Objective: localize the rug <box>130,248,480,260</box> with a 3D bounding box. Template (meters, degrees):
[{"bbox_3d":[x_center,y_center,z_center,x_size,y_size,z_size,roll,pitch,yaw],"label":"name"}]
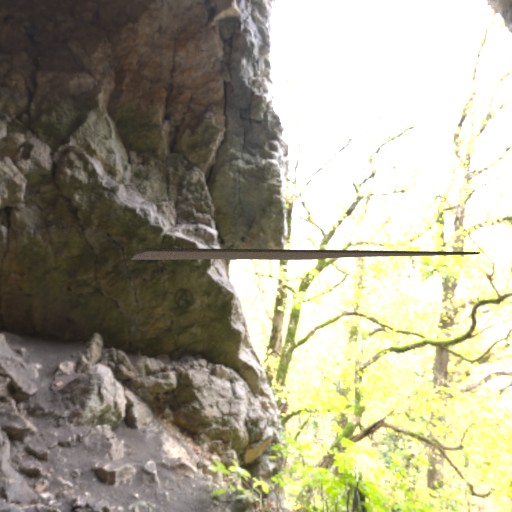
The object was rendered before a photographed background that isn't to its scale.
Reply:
[{"bbox_3d":[0.000,0.000,3.011,1.596,0.030,2.283,0,-1,-17],"label":"rug"}]
